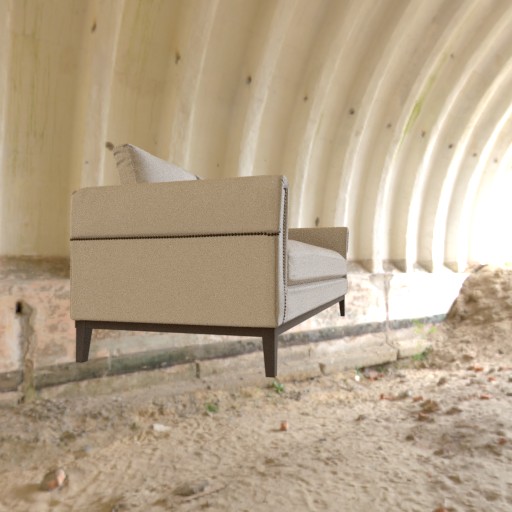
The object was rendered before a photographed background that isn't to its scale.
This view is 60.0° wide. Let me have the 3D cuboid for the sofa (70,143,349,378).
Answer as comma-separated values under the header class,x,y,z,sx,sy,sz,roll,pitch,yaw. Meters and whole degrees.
class,x,y,z,sx,sy,sz,roll,pitch,yaw
sofa,0.000,0.000,2.684,0.902,0.911,2.198,-1,-2,18
